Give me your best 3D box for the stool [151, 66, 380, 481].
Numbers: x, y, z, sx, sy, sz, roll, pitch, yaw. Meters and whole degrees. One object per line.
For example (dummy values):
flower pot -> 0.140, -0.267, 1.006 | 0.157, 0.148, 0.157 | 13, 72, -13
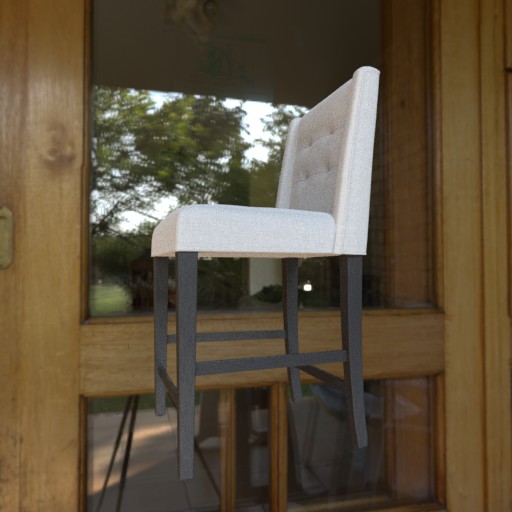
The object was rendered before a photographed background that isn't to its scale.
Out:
stool -> 0.000, 0.000, 1.202 | 0.509, 0.939, 0.474 | 1, -2, -19
